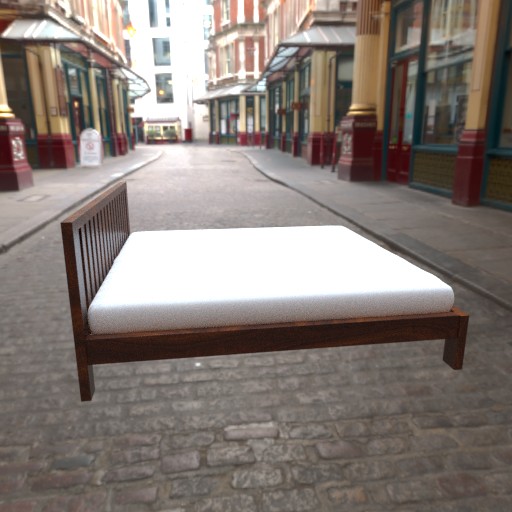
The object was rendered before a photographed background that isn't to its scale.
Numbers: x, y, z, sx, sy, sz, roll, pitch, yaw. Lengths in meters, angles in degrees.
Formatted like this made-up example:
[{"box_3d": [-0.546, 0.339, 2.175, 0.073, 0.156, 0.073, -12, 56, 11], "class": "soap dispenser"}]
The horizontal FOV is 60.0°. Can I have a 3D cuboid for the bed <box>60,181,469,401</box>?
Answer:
[{"box_3d": [0.000, 0.000, 3.116, 2.030, 0.890, 1.905, -2, 15, -9], "class": "bed"}]
